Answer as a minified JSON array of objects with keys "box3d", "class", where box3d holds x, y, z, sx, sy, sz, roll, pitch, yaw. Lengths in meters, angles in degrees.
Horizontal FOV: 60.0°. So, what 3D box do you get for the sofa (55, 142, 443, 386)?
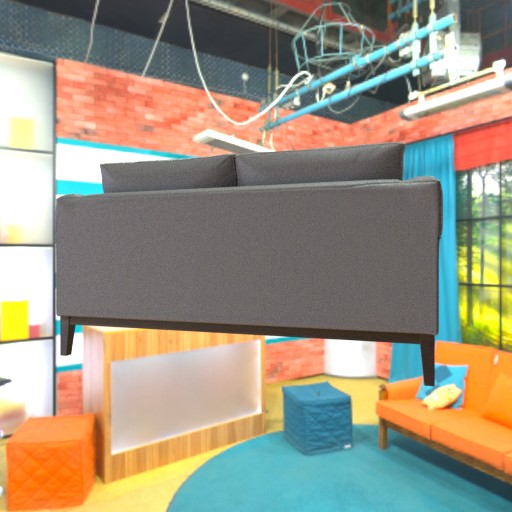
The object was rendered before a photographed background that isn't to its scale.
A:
[{"box3d":[0.000,0.000,2.123,1.598,0.873,0.899,0,0,18],"class":"sofa"}]
